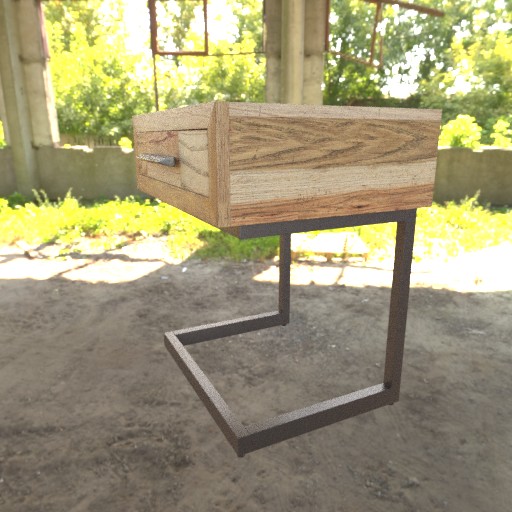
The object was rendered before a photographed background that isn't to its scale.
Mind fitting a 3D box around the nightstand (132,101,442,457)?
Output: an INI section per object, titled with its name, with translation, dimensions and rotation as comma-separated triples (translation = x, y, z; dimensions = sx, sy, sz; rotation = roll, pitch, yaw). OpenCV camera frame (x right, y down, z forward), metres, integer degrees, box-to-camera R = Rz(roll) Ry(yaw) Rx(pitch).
[nightstand]
translation = 0.000, 0.000, 1.026
dimensions = 0.481, 0.632, 0.558
rotation = -8, 17, -26
